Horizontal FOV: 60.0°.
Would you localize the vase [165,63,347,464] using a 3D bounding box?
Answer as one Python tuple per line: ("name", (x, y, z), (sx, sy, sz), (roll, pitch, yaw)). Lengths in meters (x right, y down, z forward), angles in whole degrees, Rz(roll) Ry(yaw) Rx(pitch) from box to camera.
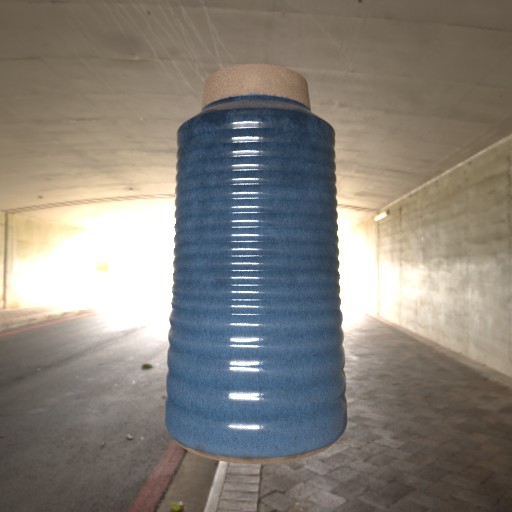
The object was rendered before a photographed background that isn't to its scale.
("vase", (0.000, 0.000, 0.409), (0.163, 0.316, 0.163), (0, -2, 0))
